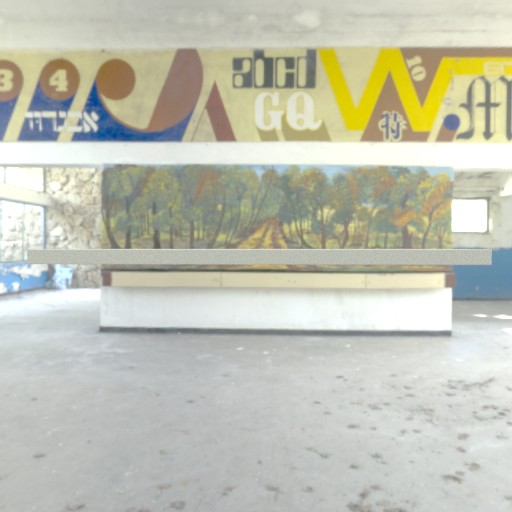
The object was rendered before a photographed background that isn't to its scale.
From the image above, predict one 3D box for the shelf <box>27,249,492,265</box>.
[{"bbox_3d":[0.000,0.000,0.651,0.610,0.020,0.140,0,1,3],"label":"shelf"}]
